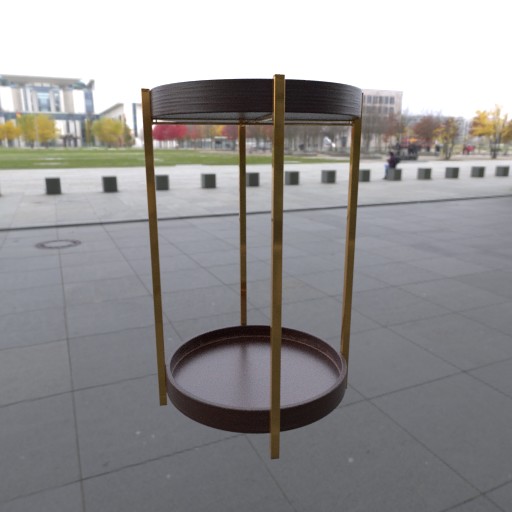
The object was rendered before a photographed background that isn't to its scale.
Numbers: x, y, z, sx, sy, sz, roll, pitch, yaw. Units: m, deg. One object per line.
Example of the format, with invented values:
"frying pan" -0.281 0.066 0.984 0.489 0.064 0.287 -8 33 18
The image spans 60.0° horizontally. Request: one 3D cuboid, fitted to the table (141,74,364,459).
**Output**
"table" 0.000 0.000 0.867 0.400 0.610 0.400 -2 14 -9
